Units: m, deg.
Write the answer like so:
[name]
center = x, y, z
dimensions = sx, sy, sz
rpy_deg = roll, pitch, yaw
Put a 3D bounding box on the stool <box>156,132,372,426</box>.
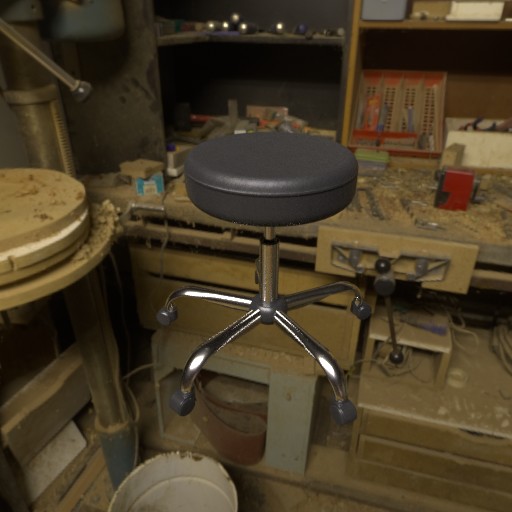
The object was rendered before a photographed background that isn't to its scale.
[stool]
center = 0.000, 0.000, 1.179
dimensions = 0.638, 0.576, 0.673
rpy_deg = 9, 31, 15
